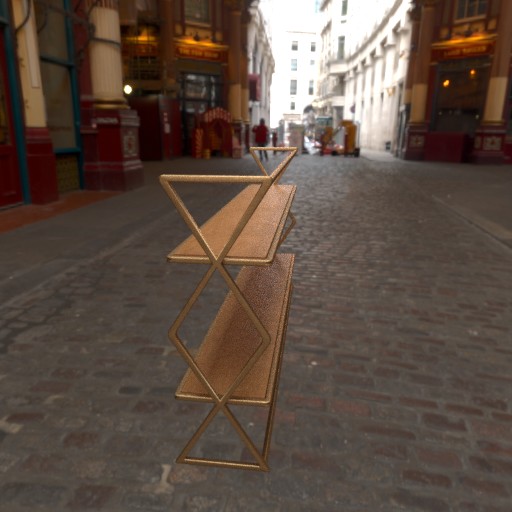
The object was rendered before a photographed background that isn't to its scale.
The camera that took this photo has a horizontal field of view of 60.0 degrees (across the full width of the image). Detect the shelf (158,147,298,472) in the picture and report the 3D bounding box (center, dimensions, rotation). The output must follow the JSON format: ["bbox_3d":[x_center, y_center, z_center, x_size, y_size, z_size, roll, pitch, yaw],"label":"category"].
[{"bbox_3d":[0.000,0.000,1.018,0.150,0.450,0.822,2,16,7],"label":"shelf"}]
